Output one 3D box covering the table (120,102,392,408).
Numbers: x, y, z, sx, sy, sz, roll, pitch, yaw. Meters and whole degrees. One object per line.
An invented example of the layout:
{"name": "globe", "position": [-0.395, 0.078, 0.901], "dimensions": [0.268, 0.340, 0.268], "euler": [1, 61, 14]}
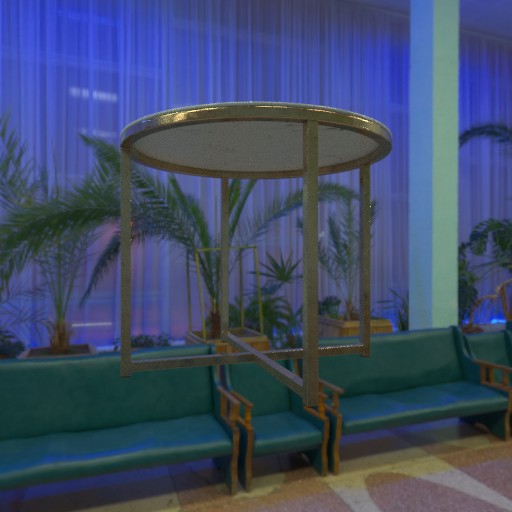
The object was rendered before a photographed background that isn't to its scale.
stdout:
{"name": "table", "position": [0.000, 0.000, 0.851], "dimensions": [0.500, 0.420, 0.500], "euler": [0, 0, 0]}
